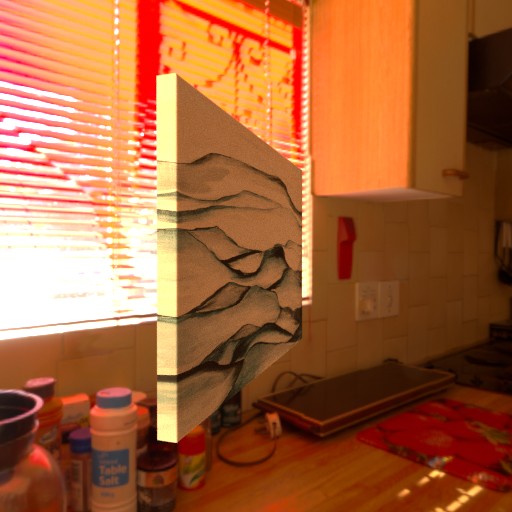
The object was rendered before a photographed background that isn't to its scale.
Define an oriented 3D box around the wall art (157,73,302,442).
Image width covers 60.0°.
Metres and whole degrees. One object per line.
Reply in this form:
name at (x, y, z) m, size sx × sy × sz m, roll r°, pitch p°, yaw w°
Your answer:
wall art at (0.000, 0.000, 1.165) m, size 0.039 × 0.609 × 0.914 m, roll 0°, pitch 1°, yaw 19°
